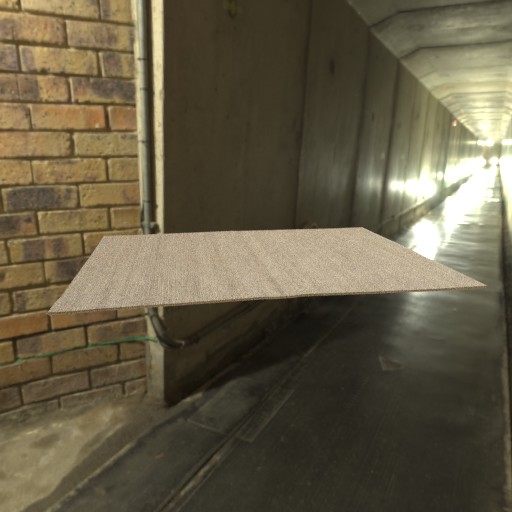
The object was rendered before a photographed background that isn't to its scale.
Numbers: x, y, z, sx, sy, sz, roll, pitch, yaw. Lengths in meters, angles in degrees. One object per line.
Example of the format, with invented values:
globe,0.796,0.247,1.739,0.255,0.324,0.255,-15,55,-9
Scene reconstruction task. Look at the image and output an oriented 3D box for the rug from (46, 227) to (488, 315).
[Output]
rug,0.000,0.000,4.846,3.626,0.051,2.757,-2,15,-9
